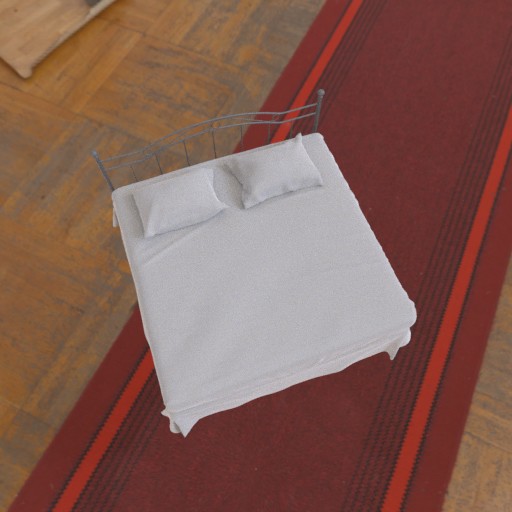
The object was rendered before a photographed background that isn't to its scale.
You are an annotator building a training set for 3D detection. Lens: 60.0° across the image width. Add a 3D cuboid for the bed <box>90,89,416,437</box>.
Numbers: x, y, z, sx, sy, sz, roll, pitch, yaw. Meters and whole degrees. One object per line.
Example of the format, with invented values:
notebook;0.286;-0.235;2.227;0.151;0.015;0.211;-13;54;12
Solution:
bed;0.000;0.000;3.721;2.309;1.080;2.220;-18;66;-8
